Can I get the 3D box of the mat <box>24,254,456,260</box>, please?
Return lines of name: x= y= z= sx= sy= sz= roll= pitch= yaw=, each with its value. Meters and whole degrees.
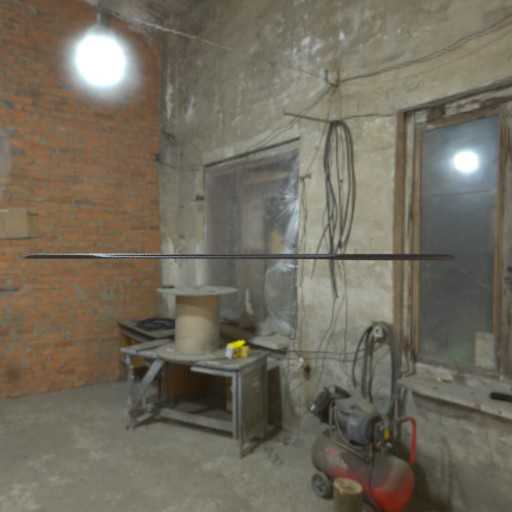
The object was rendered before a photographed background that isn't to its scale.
mat: x=0.000 y=0.000 z=1.595 sx=1.220 sy=0.016 sz=0.917 roll=0 pitch=0 yaw=17
